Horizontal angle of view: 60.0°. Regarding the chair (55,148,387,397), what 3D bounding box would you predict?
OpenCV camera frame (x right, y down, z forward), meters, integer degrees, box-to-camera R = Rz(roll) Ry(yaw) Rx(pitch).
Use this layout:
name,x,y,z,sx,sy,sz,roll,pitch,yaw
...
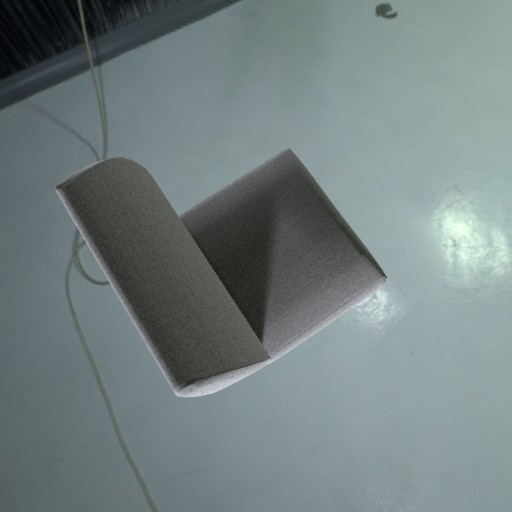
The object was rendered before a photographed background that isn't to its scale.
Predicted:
name,x,y,z,sx,sy,sz,roll,pitch,yaw
chair,0.000,0.000,1.171,0.592,0.804,0.513,-34,78,-9
